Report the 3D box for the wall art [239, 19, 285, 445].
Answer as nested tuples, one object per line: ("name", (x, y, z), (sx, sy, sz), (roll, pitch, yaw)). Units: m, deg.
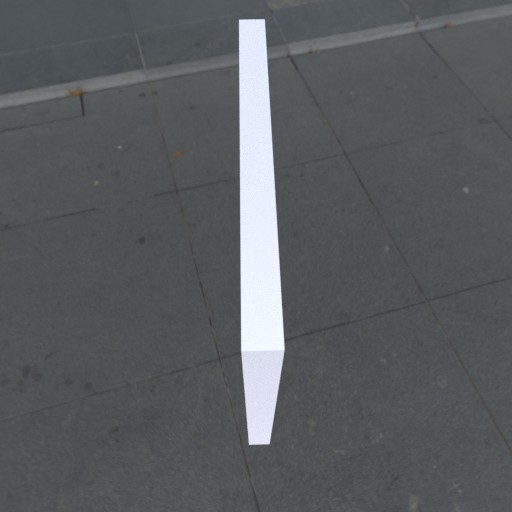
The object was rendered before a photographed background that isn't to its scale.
("wall art", (0.000, 0.000, 0.738), (0.038, 0.508, 0.507), (-1, 58, -1))
